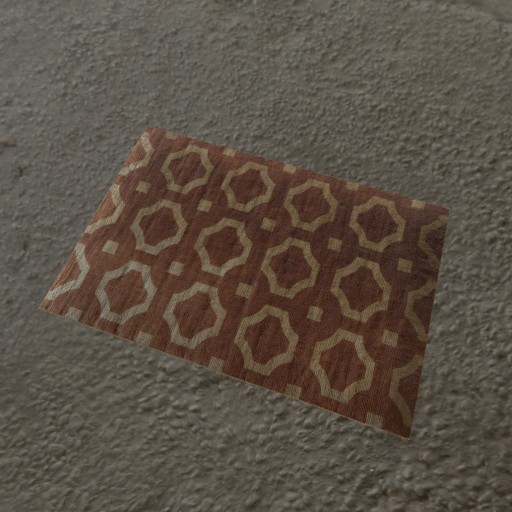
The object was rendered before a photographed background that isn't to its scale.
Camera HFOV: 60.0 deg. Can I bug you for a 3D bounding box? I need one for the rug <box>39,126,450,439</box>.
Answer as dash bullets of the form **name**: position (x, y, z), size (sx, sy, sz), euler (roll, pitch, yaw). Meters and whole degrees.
- **rug**: position (0.000, 0.000, 2.879), size (2.286, 0.016, 1.555), euler (17, 65, 8)
